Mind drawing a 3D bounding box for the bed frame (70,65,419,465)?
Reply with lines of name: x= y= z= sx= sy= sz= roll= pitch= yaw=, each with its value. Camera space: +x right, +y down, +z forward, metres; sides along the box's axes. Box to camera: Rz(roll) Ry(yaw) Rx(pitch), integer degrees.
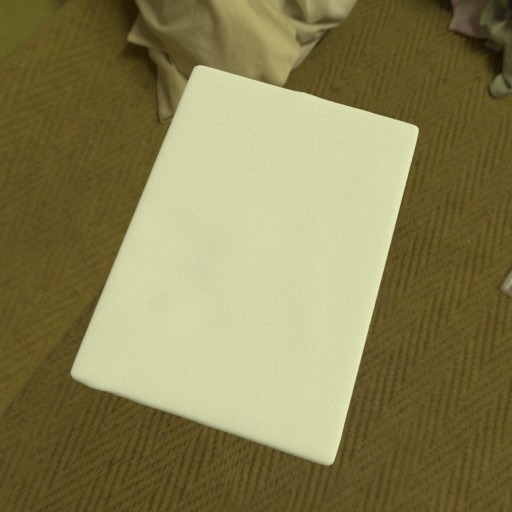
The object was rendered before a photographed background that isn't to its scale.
bed frame: x=0.000 y=0.000 z=2.613 sx=1.372 sy=0.637 sz=1.905 roll=17 pitch=77 yaw=4
